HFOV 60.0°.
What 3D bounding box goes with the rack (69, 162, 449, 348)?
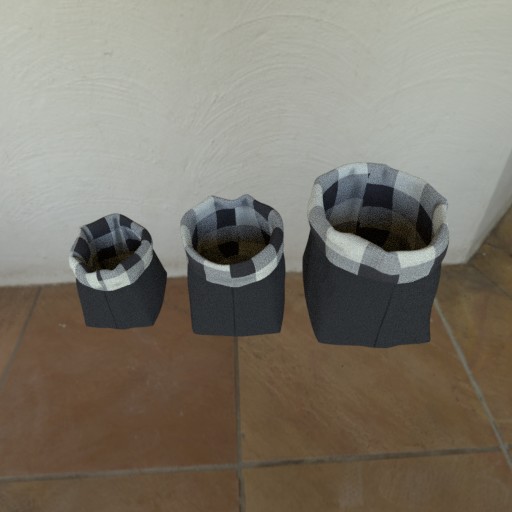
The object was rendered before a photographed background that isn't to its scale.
[{"bbox_3d":[0.000,0.000,1.085,0.889,0.329,0.370,0,42,0],"label":"rack"}]
